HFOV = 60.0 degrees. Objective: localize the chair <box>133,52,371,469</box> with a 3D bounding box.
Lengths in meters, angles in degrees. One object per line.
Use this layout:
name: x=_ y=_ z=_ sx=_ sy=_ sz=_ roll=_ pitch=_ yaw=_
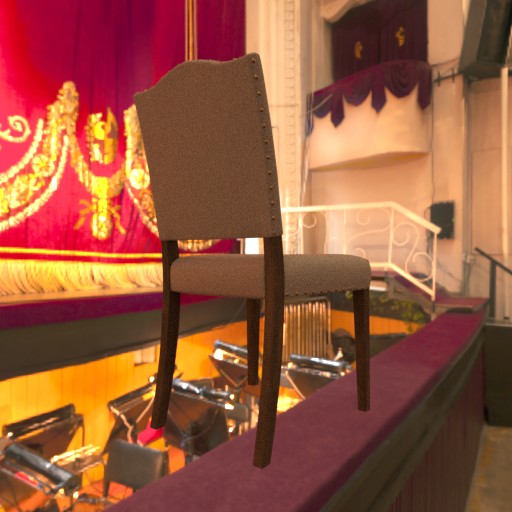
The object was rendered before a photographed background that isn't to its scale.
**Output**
chair: x=0.000 y=0.000 z=1.383 sx=0.508 sy=1.020 sz=0.620 roll=0 pitch=0 yaw=38
